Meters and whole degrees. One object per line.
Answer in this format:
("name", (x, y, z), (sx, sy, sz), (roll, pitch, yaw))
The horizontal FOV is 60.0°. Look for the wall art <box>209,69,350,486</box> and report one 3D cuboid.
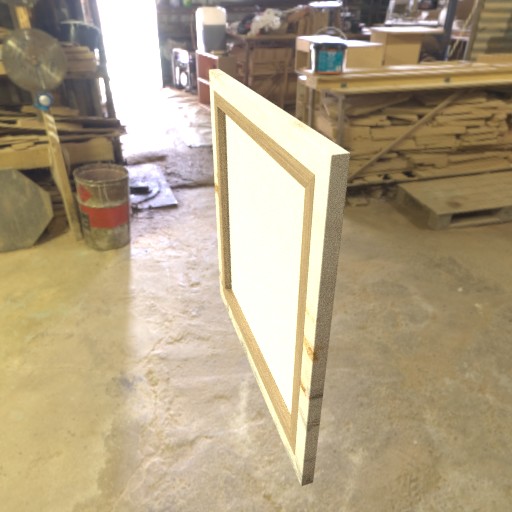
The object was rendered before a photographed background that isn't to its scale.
("wall art", (0.000, 0.000, 1.478), (0.040, 1.018, 1.015), (-9, 32, -15))
